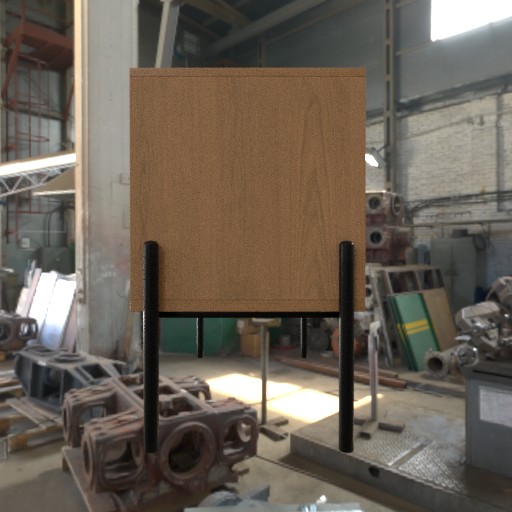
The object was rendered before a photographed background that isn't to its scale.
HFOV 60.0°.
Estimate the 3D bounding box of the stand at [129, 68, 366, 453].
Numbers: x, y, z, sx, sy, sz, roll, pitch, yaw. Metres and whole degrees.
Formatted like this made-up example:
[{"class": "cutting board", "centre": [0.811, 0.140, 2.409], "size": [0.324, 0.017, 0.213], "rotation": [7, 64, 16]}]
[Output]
[{"class": "stand", "centre": [0.000, 0.000, 0.993], "size": [0.400, 0.600, 0.630], "rotation": [0, 1, 0]}]
